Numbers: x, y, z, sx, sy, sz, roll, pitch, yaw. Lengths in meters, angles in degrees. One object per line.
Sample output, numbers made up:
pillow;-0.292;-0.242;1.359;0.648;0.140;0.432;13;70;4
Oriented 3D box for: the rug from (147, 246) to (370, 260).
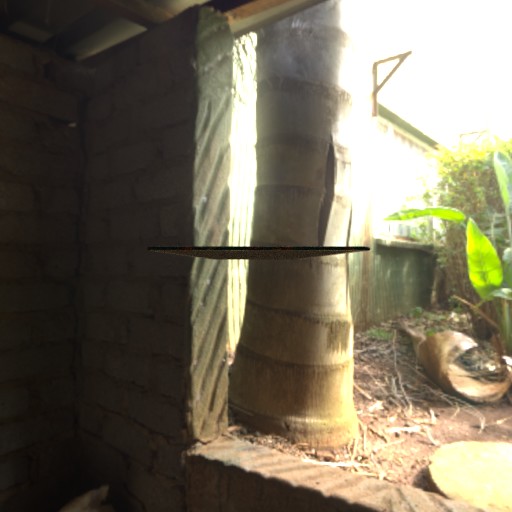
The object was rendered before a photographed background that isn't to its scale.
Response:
rug;0.000;0.000;2.475;0.686;0.013;2.286;0;-1;0
